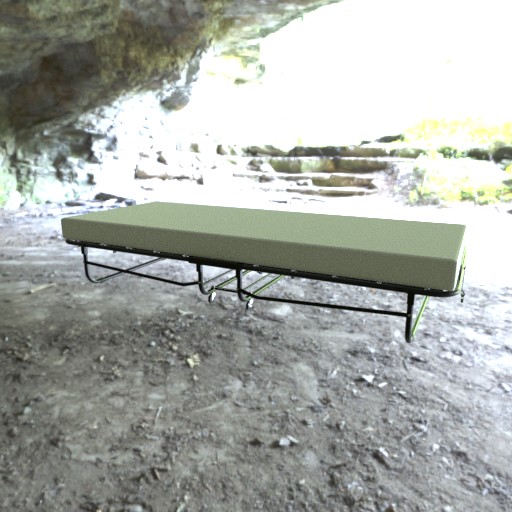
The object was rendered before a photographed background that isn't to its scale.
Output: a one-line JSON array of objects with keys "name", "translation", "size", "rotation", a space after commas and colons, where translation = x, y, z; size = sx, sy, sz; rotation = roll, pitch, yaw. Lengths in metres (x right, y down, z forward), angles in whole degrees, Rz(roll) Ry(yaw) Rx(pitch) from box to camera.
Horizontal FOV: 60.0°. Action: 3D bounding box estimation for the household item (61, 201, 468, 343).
[{"name": "household item", "translation": [0.000, 0.000, 2.208], "size": [1.905, 0.356, 0.787], "rotation": [7, 16, 26]}]
